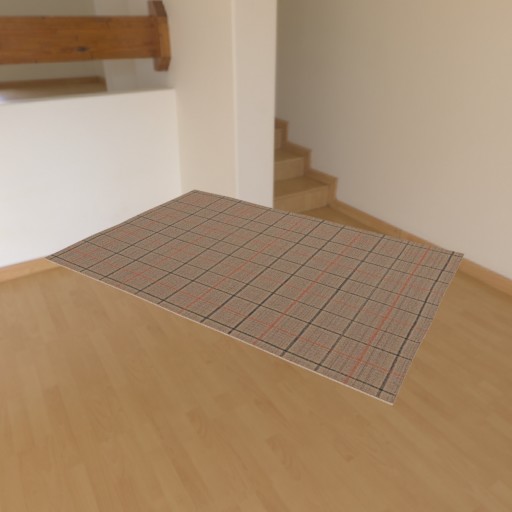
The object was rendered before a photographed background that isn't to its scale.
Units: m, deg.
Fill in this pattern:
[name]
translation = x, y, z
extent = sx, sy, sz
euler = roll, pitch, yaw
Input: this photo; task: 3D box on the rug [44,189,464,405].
[rug]
translation = 0.000, 0.000, 2.317
extent = 1.829, 0.013, 1.220
euler = 17, 33, 28
